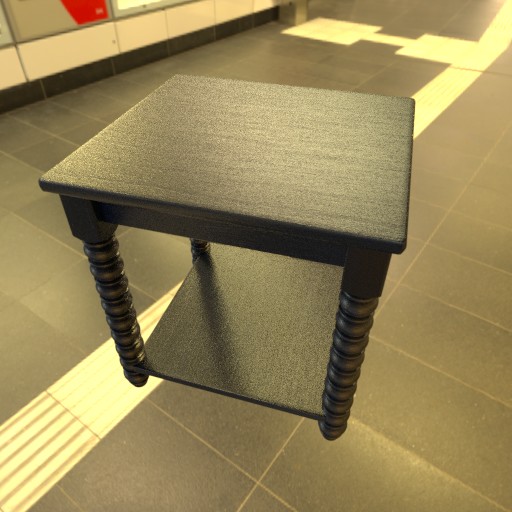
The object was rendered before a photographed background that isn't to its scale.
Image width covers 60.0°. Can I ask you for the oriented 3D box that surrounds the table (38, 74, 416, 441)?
[{"bbox_3d":[0.000,0.000,0.960,0.533,0.567,0.500,11,41,13],"label":"table"}]
